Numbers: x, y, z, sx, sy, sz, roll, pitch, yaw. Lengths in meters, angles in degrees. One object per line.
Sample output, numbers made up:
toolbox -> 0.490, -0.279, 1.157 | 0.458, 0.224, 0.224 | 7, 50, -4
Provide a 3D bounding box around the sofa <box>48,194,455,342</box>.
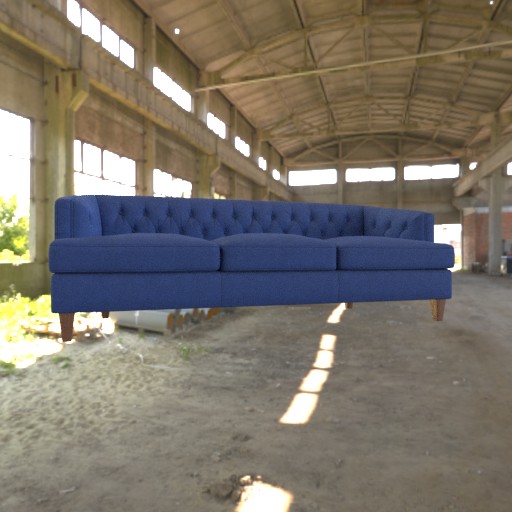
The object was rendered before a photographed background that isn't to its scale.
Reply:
sofa -> 0.000, 0.000, 2.727 | 2.235, 0.787, 0.914 | 0, 0, -18
